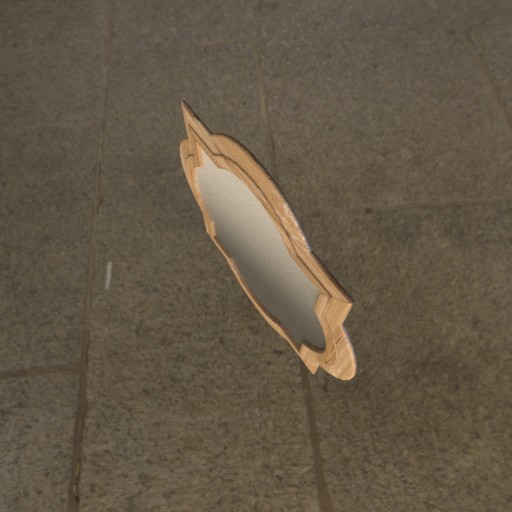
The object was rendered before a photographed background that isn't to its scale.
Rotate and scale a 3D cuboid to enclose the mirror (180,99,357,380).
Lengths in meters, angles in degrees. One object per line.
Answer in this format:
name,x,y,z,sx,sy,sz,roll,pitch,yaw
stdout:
mirror,0.000,0.000,1.064,0.019,0.686,0.686,-32,68,-15
